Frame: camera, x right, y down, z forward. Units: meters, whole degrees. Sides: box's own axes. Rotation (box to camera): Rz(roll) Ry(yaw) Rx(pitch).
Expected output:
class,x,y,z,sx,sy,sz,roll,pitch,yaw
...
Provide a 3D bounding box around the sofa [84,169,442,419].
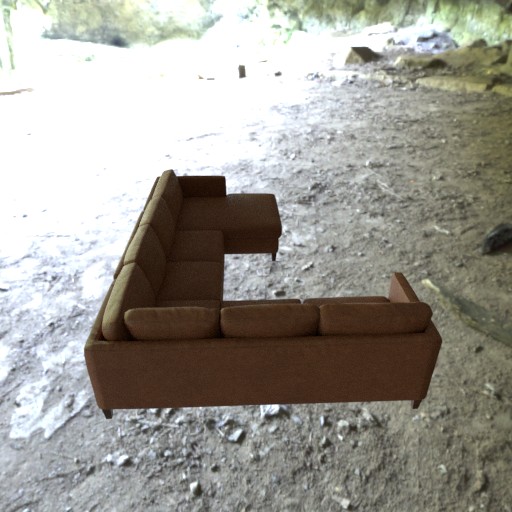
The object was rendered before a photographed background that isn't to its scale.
class,x,y,z,sx,sy,sz,roll,pitch,yaw
sofa,0.000,0.000,4.723,2.593,0.923,3.460,-1,30,-2
